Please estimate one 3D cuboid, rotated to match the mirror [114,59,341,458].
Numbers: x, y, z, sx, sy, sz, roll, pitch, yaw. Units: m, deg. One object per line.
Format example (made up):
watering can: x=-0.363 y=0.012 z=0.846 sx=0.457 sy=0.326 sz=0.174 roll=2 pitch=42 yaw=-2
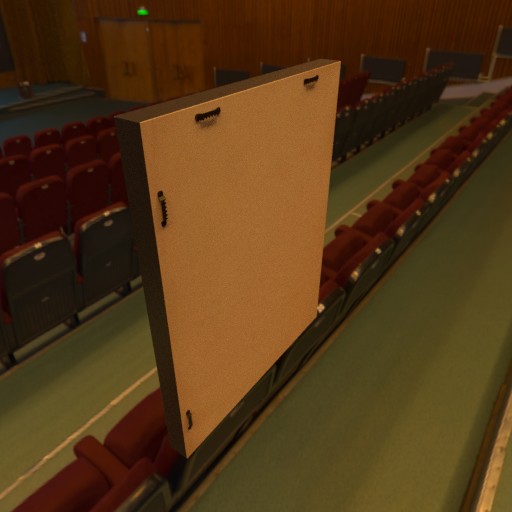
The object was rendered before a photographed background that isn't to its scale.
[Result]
mirror: x=0.000 y=0.000 z=0.682 sx=0.041 sy=0.508 sz=0.405 roll=21 pitch=38 yaw=29
